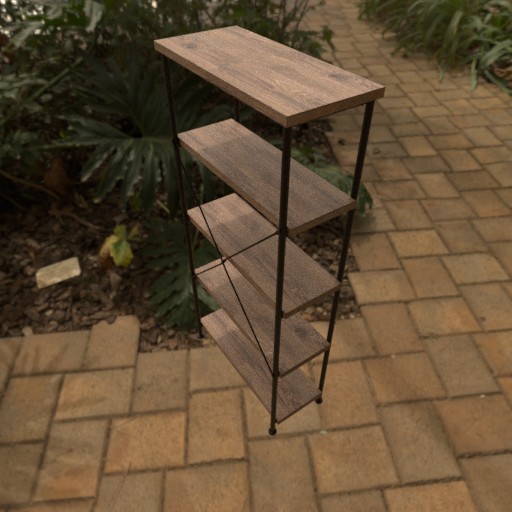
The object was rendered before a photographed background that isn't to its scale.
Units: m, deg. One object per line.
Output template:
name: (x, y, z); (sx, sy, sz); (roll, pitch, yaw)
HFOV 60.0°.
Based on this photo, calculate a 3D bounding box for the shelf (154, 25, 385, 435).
shelf: (0.000, 0.000, 2.012); (0.360, 1.700, 0.800); (-24, 47, -25)
